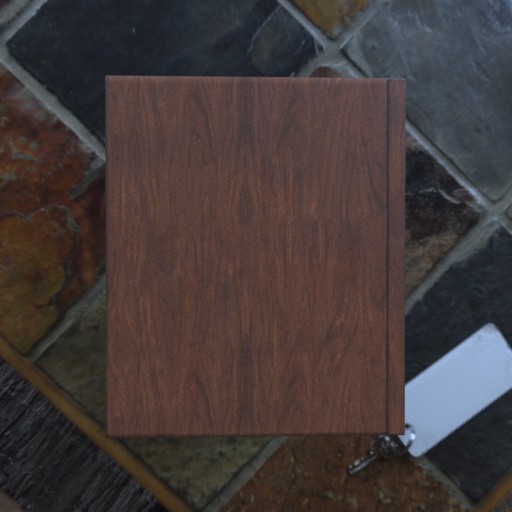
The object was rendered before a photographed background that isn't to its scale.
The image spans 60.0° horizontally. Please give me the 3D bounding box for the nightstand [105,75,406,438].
[{"bbox_3d":[0.000,0.000,0.943,0.445,0.607,0.521,0,90,-1],"label":"nightstand"}]
